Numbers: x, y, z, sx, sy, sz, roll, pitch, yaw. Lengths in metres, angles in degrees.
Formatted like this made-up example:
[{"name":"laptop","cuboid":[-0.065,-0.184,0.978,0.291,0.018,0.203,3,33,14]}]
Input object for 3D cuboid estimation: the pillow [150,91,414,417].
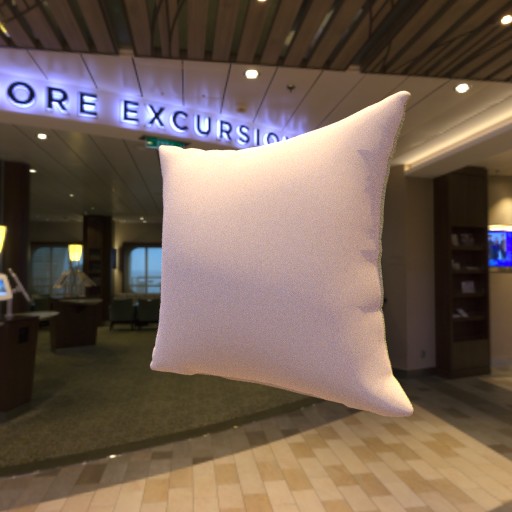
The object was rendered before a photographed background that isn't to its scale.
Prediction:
[{"name":"pillow","cuboid":[0.000,0.000,0.808,0.560,0.487,0.229,-1,-2,35]}]
